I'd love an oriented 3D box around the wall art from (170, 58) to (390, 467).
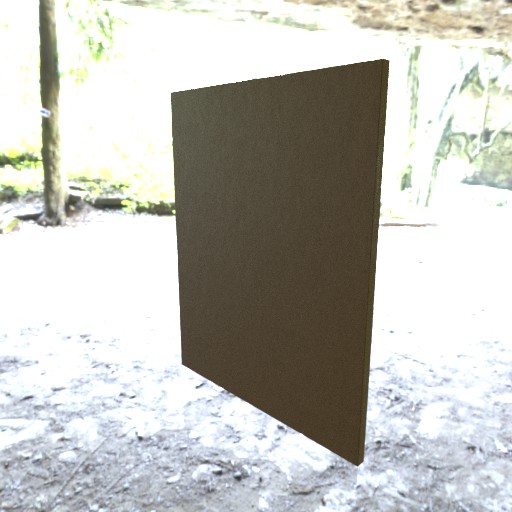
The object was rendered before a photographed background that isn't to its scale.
[{"bbox_3d":[0.000,0.000,1.340,0.030,1.002,0.798,-13,19,-43],"label":"wall art"}]
